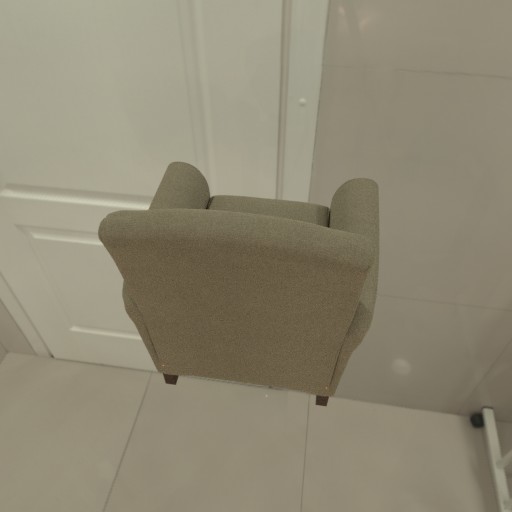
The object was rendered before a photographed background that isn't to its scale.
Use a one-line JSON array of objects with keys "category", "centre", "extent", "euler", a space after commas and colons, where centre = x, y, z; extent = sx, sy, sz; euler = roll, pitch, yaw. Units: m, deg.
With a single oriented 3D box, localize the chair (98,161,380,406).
[{"category": "chair", "centre": [0.000, 0.000, 1.782], "extent": [0.978, 1.061, 0.905], "euler": [6, 46, 6]}]
